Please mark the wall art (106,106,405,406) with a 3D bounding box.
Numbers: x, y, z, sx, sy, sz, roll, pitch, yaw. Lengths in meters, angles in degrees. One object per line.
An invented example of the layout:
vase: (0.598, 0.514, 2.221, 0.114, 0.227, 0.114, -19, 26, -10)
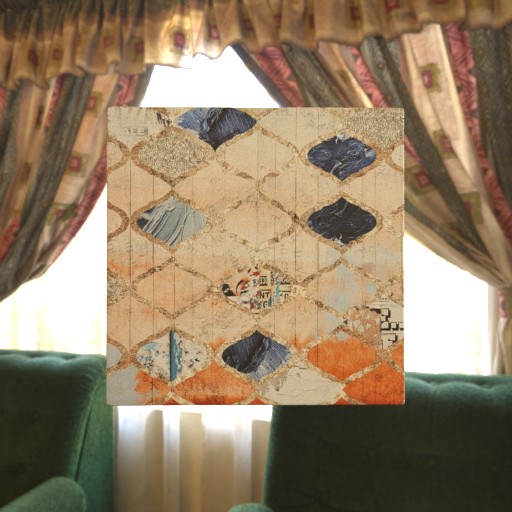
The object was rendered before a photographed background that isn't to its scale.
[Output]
wall art: (0.000, 0.000, 1.376, 0.912, 0.914, 0.039, 0, 0, -1)
